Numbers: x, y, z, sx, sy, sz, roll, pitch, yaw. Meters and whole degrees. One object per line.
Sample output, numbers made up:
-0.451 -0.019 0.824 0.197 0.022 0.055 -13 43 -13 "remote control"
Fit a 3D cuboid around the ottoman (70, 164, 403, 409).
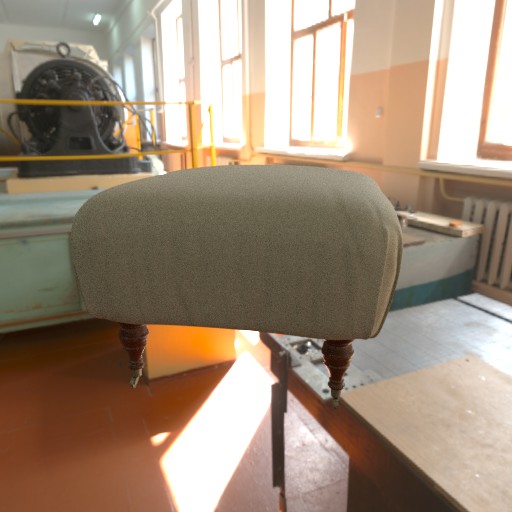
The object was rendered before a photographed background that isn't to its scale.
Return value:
0.000 0.000 1.149 0.639 0.450 0.746 3 16 10 "ottoman"
